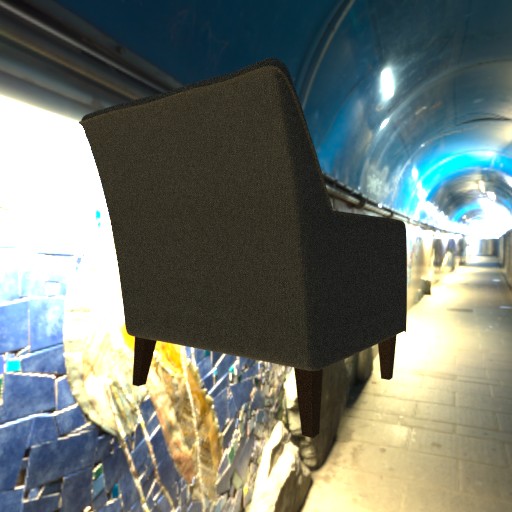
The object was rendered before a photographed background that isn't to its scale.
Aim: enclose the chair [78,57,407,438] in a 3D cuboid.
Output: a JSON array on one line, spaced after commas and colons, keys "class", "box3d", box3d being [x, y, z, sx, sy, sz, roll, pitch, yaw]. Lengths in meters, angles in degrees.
[{"class": "chair", "box3d": [0.000, 0.000, 1.544, 0.780, 0.919, 0.899, 1, 2, 37]}]
